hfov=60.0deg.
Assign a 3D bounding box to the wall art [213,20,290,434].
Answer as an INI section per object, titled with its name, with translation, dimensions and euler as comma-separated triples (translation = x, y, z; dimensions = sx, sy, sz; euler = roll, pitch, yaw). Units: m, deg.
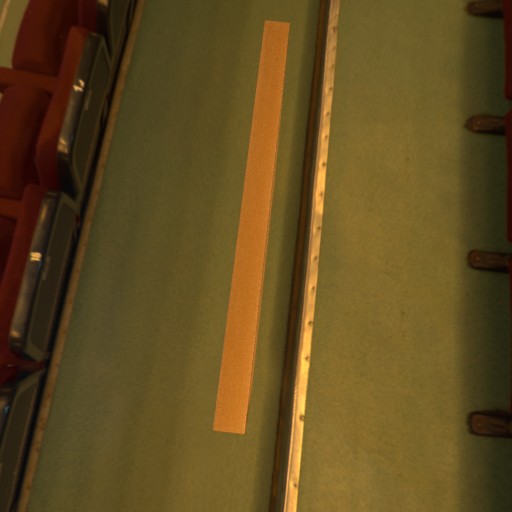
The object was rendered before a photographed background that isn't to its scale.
[wall art]
translation = 0.000, 0.000, 0.767
dimensions = 0.033, 0.509, 0.510
euler = 6, 76, 2
